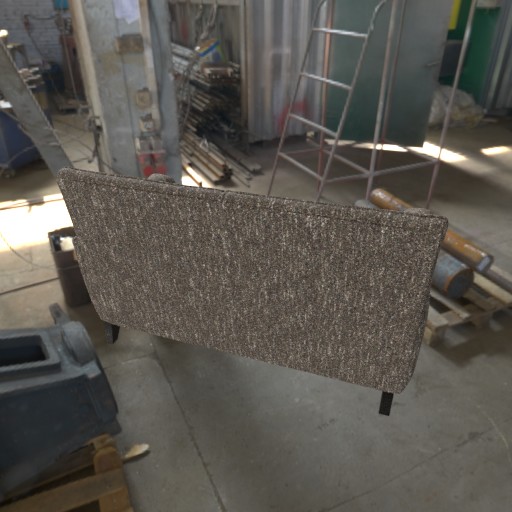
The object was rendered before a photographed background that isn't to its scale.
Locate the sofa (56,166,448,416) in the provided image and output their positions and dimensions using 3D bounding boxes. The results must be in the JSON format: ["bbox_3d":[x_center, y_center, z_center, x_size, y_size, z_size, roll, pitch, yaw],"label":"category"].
[{"bbox_3d":[0.000,0.000,2.060,1.519,0.946,0.801,10,32,16],"label":"sofa"}]
